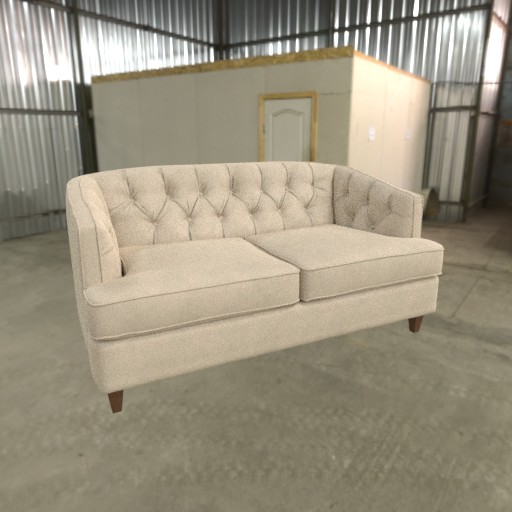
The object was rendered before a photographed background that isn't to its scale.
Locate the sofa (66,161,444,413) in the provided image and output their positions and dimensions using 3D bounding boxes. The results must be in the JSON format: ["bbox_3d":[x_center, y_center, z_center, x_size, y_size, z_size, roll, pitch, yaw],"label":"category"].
[{"bbox_3d":[0.000,0.000,2.268,1.731,0.878,0.940,-8,18,-25],"label":"sofa"}]
